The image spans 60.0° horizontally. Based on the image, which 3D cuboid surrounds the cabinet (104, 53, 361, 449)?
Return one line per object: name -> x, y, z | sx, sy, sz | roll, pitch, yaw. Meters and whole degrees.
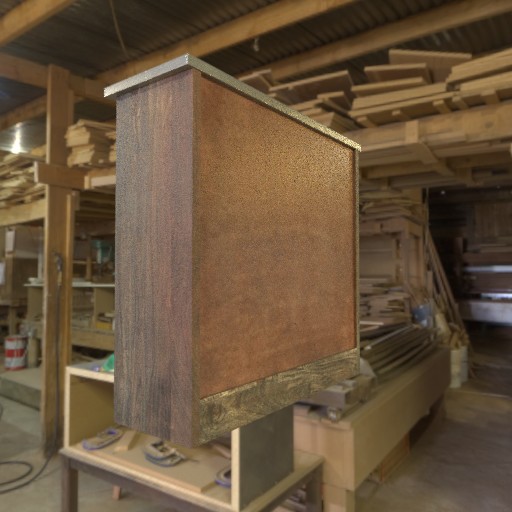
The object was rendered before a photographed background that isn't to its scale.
cabinet -> 0.000, 0.000, 1.506 | 0.338, 0.919, 0.968 | -1, -2, 37
